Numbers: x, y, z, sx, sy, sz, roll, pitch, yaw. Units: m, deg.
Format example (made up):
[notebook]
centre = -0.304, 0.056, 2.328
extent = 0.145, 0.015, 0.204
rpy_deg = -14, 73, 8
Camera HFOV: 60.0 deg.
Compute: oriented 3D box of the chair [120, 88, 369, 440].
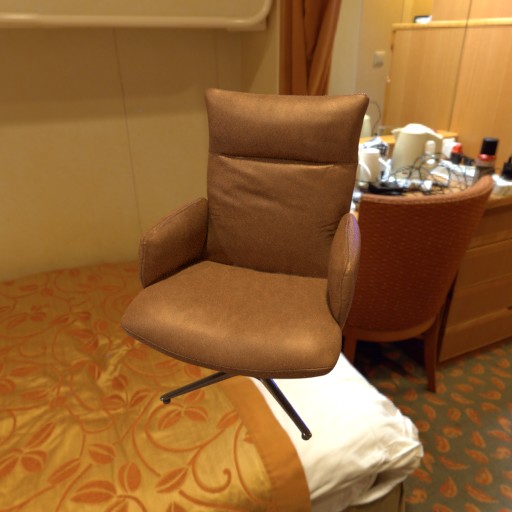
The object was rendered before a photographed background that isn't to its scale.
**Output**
[chair]
centre = 0.000, 0.000, 1.547
extent = 0.711, 1.027, 0.794
rpy_deg = 8, 27, 16
